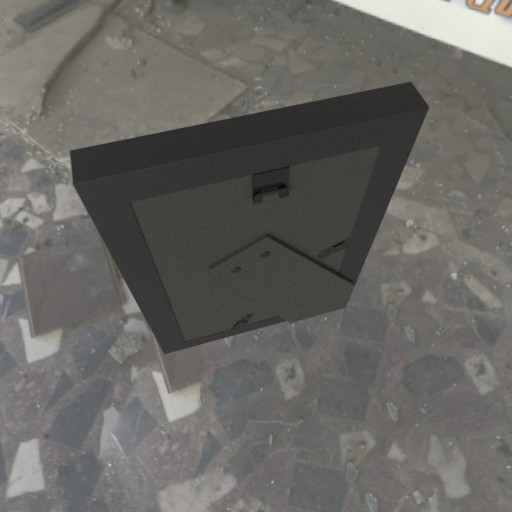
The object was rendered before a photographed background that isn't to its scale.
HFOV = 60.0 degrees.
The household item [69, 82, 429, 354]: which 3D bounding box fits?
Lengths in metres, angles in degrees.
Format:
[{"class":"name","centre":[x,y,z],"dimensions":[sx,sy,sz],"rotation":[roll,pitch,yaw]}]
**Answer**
[{"class":"household item","centre":[0.000,0.000,0.238],"dimensions":[0.133,0.178,0.022],"rotation":[-14,60,-8]}]
